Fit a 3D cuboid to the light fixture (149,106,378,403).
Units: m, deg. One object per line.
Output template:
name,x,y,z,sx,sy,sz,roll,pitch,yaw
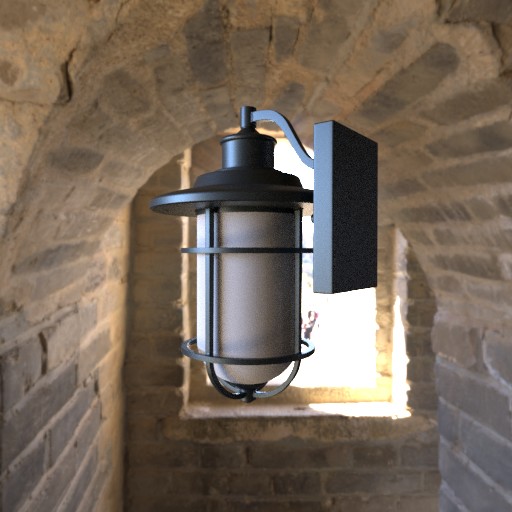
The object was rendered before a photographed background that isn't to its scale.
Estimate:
light fixture,0.000,0.000,0.513,0.252,0.345,0.222,0,1,37
